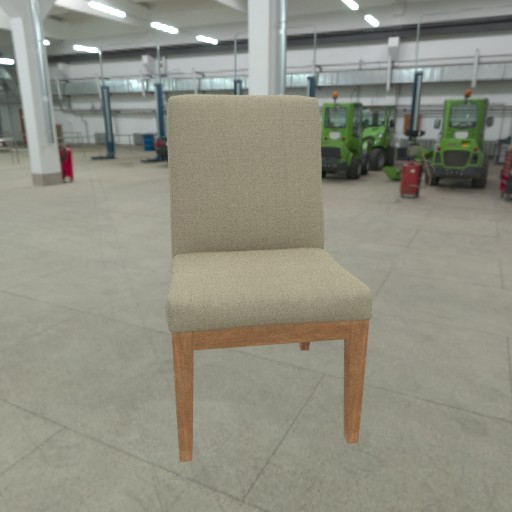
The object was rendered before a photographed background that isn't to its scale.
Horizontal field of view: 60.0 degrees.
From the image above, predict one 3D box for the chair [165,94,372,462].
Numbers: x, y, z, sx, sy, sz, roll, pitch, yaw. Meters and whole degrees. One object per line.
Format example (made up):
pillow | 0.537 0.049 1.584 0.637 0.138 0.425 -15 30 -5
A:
chair | 0.000 0.000 1.290 0.507 0.911 0.586 -3 17 -8
